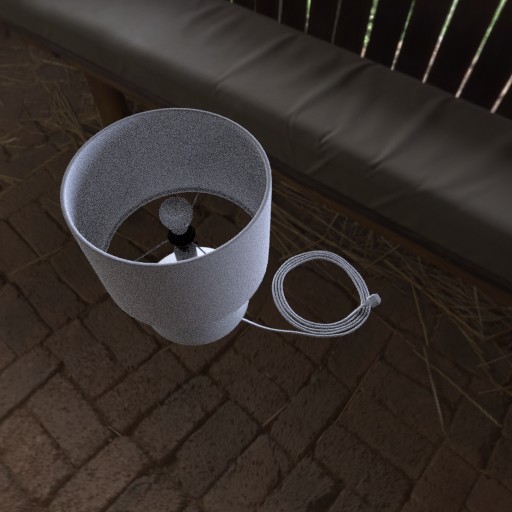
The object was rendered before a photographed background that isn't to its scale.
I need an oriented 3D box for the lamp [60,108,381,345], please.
[{"bbox_3d":[0.000,0.000,0.844,0.546,0.457,0.401,15,59,9],"label":"lamp"}]
